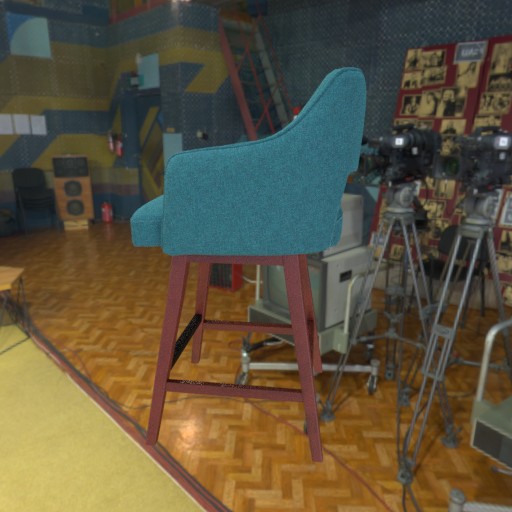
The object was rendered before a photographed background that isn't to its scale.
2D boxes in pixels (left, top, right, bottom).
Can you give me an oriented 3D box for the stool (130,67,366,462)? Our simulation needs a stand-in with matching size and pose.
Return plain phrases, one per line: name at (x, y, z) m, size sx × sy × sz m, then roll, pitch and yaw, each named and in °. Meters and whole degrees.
stool at (0.000, 0.000, 1.264) m, size 0.556 × 0.961 × 0.548 m, roll 2°, pitch 16°, yaw 8°
